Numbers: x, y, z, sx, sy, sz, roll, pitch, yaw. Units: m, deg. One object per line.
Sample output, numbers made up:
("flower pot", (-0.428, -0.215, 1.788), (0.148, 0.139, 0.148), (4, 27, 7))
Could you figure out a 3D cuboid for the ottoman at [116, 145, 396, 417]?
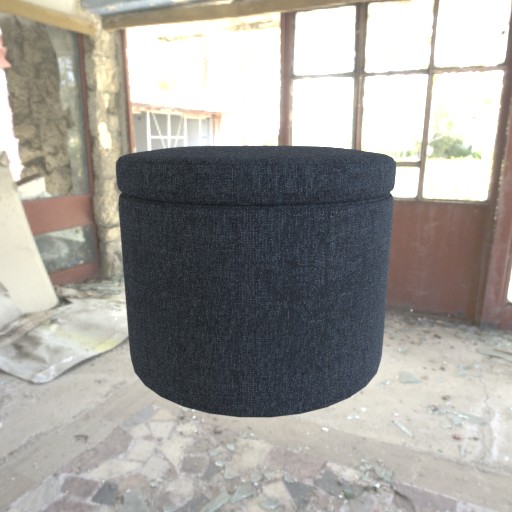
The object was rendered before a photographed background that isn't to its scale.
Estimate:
("ottoman", (0.000, 0.000, 0.869), (0.500, 0.419, 0.500), (0, 14, 0))
